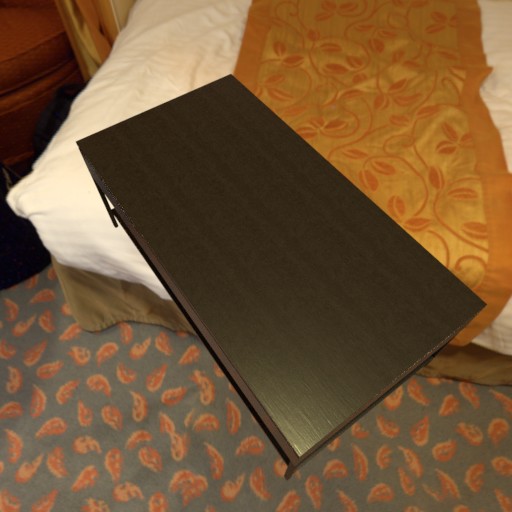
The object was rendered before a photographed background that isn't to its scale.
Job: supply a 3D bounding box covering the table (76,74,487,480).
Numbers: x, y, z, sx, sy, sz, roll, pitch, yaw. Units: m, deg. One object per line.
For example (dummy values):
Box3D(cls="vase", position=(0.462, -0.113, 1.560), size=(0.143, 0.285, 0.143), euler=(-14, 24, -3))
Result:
Box3D(cls="table", position=(0.000, 0.000, 1.390), size=(0.574, 0.435, 1.095), euler=(-31, 63, -18))
